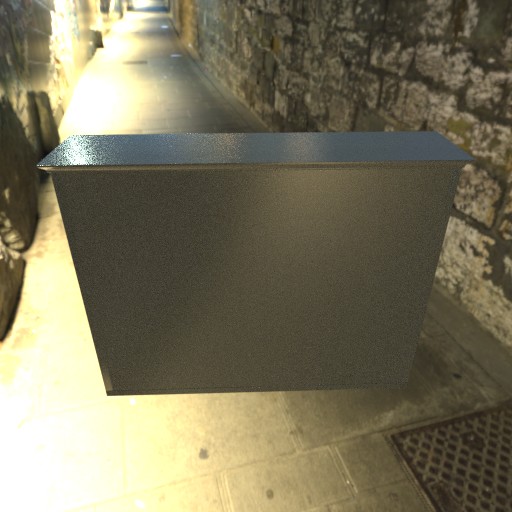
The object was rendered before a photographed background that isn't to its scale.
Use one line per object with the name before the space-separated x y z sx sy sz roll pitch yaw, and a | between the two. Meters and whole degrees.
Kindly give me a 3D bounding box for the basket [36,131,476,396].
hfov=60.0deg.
basket | 0.000 0.000 1.090 0.780 0.600 0.350 -1 31 -2
